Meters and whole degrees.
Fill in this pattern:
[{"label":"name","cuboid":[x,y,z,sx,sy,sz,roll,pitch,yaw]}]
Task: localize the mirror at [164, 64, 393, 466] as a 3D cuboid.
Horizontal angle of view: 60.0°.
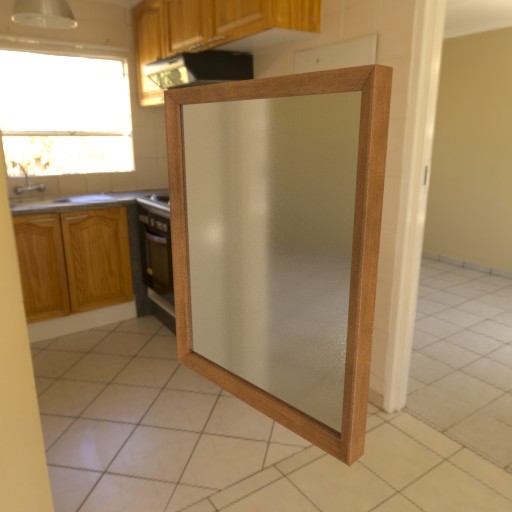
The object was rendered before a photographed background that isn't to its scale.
[{"label":"mirror","cuboid":[0.000,0.000,0.690,0.041,0.509,0.406,-14,21,-42]}]
